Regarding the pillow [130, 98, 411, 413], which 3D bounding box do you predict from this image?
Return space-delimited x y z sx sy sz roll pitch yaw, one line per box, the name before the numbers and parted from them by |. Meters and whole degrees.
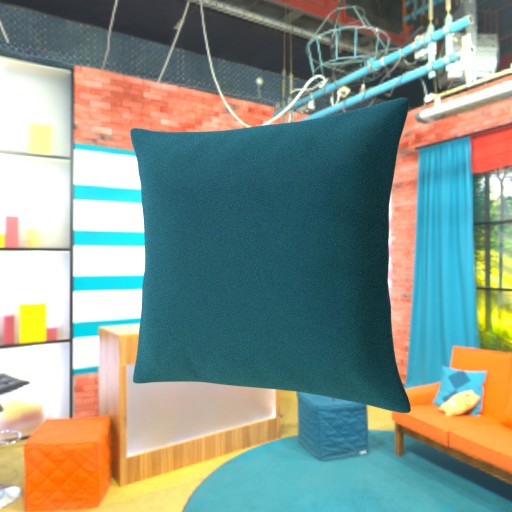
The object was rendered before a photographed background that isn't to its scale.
pillow | 0.000 0.000 0.798 0.525 0.508 0.166 0 -1 19
